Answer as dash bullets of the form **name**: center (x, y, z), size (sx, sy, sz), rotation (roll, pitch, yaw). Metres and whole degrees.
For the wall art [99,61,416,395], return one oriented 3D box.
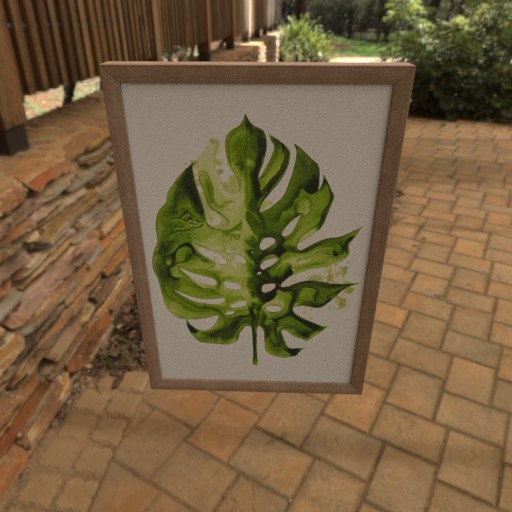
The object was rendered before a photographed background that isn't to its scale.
- **wall art**: center (0.000, 0.000, 0.634), size (0.356, 0.509, 0.031), rotation (1, 29, 2)
